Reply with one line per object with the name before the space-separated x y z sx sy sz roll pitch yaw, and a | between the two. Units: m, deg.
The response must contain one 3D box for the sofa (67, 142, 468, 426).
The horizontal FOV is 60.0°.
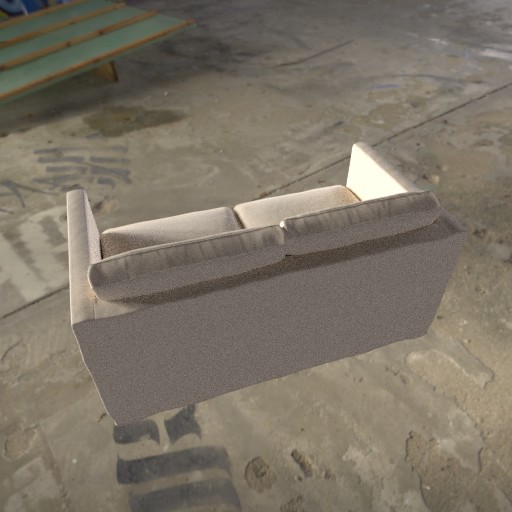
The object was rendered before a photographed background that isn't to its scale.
sofa | 0.000 0.000 2.303 1.746 0.834 0.962 -13 42 -14
